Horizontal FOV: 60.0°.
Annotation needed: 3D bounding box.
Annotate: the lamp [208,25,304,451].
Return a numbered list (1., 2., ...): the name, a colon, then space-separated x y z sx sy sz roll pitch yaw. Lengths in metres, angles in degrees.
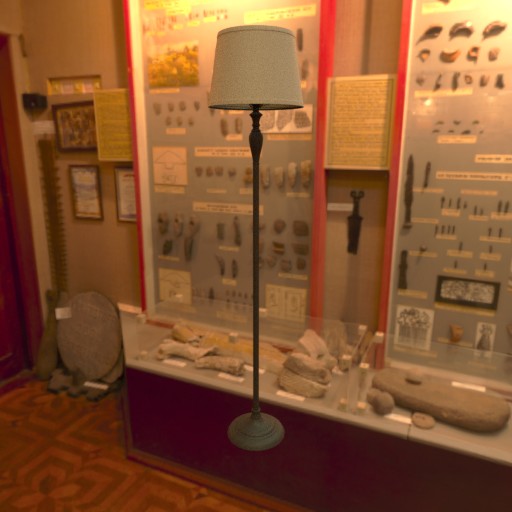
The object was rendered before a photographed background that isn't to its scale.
1. lamp: 0.000 0.000 1.648 0.327 1.506 0.327 7 16 25
